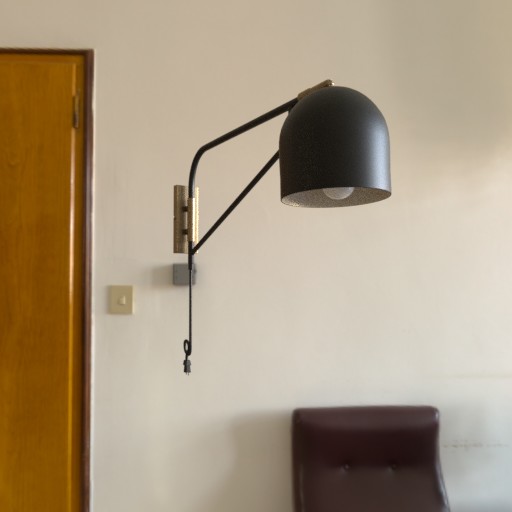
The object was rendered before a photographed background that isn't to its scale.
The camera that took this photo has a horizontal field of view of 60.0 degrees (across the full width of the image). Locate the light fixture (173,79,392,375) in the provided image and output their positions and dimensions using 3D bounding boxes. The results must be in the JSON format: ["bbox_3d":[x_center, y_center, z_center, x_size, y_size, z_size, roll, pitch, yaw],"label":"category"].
[{"bbox_3d":[0.000,0.000,1.067,0.215,0.696,0.720,1,-2,-37],"label":"light fixture"}]
